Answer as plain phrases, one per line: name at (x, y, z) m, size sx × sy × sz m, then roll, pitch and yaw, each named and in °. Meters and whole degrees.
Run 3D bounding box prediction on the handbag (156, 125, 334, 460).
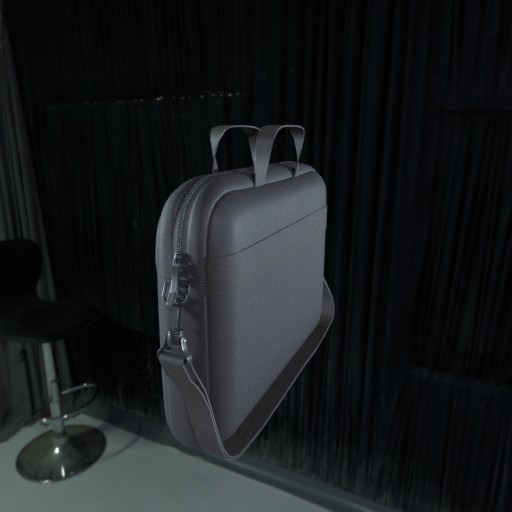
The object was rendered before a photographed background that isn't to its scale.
handbag at (0.000, 0.000, 0.585) m, size 0.126 × 0.330 × 0.429 m, roll 7°, pitch 17°, yaw 24°
